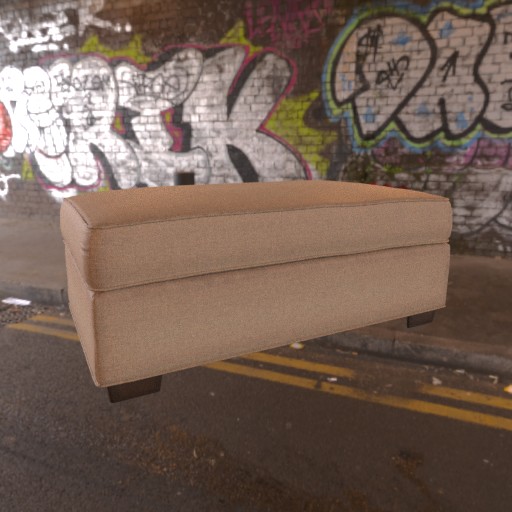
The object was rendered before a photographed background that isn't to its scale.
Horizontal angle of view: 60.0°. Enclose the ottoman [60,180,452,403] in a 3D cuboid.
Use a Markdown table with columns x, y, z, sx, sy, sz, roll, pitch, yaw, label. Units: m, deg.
| x | y | z | sx | sy | sz | roll | pitch | yaw | label |
| --- | --- | --- | --- | --- | --- | --- | --- | --- | --- |
| 0.000 | 0.000 | 1.422 | 1.097 | 0.448 | 0.617 | -7 | 16 | -27 | ottoman |
